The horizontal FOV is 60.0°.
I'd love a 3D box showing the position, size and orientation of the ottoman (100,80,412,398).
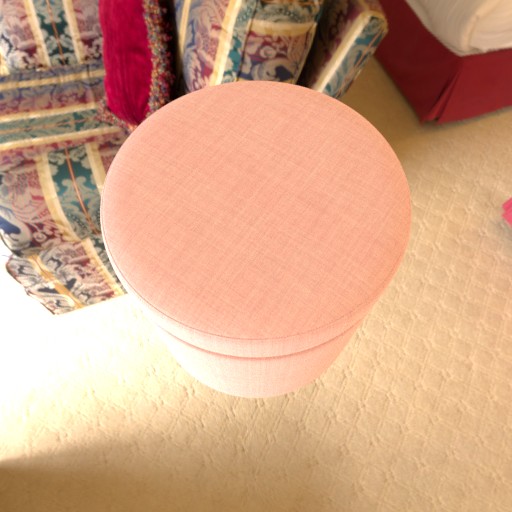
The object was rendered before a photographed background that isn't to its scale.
[{"bbox_3d":[0.000,0.000,0.732,0.400,0.406,0.400,0,64,0],"label":"ottoman"}]
